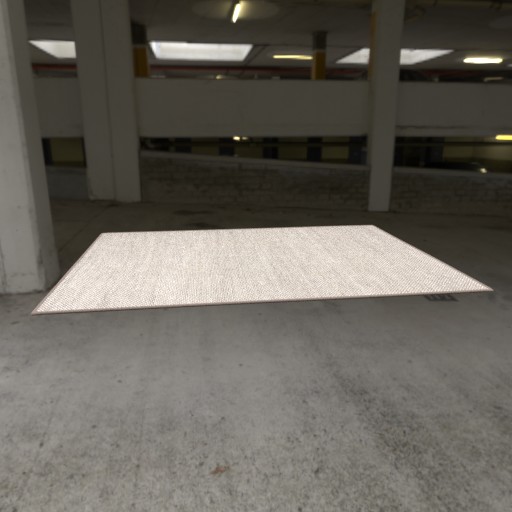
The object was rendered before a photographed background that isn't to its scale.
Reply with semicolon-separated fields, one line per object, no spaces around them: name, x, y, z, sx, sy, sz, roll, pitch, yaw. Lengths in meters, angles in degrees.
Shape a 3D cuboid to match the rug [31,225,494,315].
rug;0.000;0.000;2.713;2.115;0.013;1.517;-2;16;-7
